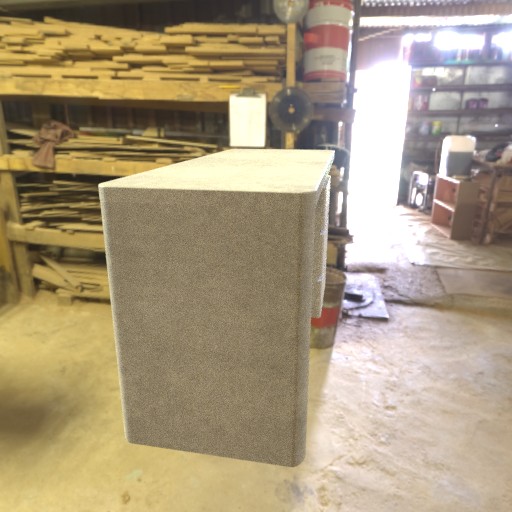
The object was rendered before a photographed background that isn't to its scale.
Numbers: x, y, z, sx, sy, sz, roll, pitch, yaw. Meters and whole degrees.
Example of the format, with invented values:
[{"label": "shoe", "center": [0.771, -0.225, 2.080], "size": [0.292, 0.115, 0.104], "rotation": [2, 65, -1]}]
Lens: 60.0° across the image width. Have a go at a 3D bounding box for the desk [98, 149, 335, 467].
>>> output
[{"label": "desk", "center": [0.000, 0.000, 1.800], "size": [0.550, 0.755, 1.400], "rotation": [3, 18, 11]}]
